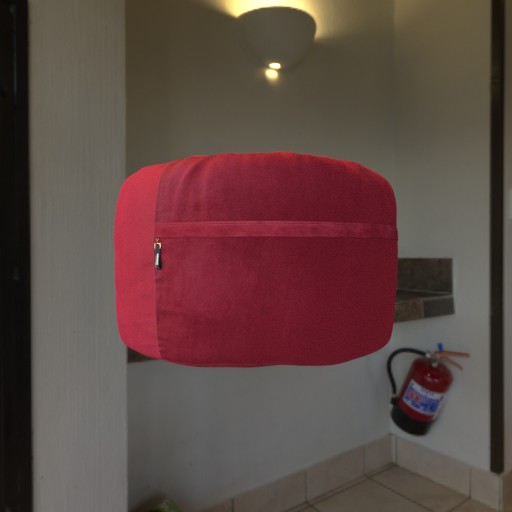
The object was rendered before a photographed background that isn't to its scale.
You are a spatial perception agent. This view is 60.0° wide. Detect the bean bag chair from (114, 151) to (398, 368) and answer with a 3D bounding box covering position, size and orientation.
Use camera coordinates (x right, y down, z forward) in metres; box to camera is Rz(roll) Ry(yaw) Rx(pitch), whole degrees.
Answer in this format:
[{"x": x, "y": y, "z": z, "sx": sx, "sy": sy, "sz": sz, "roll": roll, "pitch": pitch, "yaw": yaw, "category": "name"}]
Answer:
[{"x": 0.000, "y": 0.000, "z": 1.988, "sx": 1.219, "sy": 0.762, "sz": 1.219, "roll": 0, "pitch": 0, "yaw": 0, "category": "bean bag chair"}]
